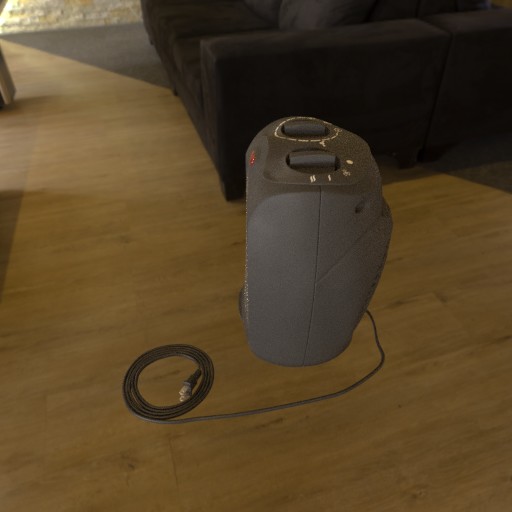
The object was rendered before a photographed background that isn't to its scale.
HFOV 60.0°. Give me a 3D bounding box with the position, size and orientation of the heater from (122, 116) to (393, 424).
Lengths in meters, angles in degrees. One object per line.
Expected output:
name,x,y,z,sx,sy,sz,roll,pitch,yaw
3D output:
heater,0.000,0.000,0.459,0.291,0.240,0.239,-1,40,-1
